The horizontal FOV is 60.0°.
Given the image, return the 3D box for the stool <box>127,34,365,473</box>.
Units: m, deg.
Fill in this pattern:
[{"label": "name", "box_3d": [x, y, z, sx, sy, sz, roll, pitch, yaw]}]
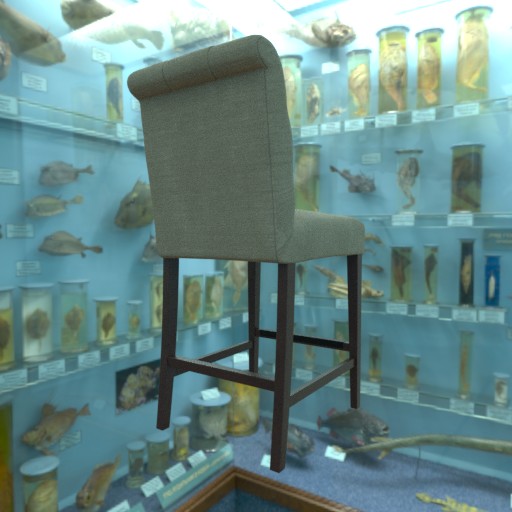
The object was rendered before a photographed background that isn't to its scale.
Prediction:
[{"label": "stool", "box_3d": [0.000, 0.000, 1.422, 0.486, 1.084, 0.660, 2, 4, 35]}]
